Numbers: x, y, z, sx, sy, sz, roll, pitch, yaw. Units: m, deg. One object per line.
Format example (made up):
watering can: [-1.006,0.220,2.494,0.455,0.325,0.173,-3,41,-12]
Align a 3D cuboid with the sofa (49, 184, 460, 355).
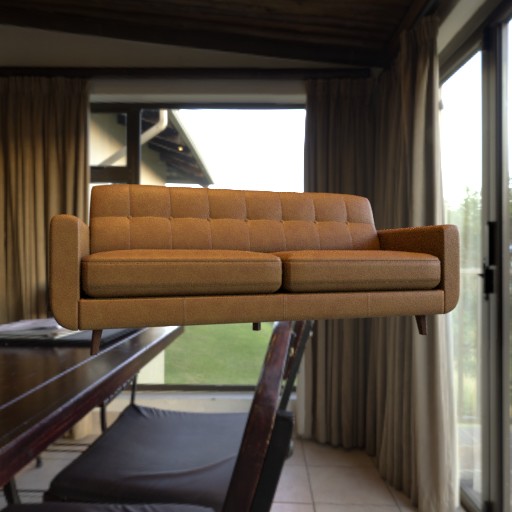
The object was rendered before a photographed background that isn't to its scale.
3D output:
sofa: [0.000,0.000,2.651,2.137,0.892,0.980,0,0,-17]
